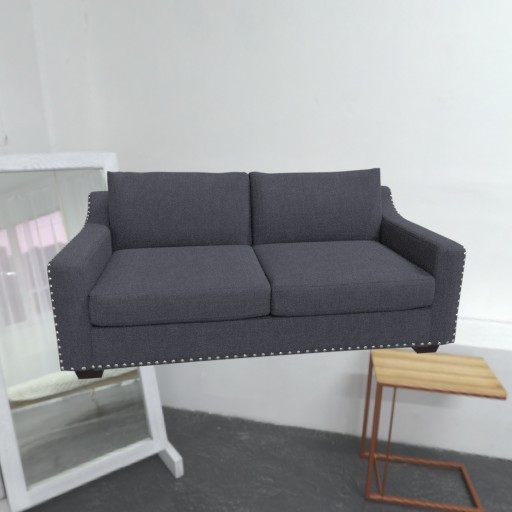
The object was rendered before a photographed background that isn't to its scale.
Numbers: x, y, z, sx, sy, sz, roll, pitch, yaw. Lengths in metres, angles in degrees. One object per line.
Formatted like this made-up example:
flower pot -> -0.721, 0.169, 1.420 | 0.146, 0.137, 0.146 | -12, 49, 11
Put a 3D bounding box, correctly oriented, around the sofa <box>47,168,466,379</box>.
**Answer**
sofa -> 0.000, 0.000, 3.276 | 2.550, 1.196, 1.336 | -2, 17, -8
